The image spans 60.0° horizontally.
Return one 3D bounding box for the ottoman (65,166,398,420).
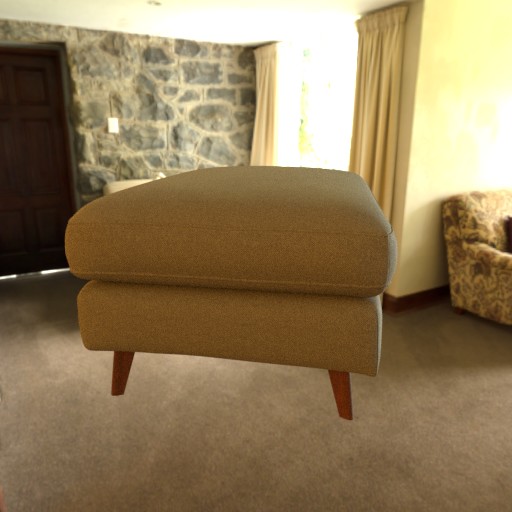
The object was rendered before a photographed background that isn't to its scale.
[{"bbox_3d":[0.000,0.000,1.165,0.608,0.449,0.811,3,16,9],"label":"ottoman"}]
